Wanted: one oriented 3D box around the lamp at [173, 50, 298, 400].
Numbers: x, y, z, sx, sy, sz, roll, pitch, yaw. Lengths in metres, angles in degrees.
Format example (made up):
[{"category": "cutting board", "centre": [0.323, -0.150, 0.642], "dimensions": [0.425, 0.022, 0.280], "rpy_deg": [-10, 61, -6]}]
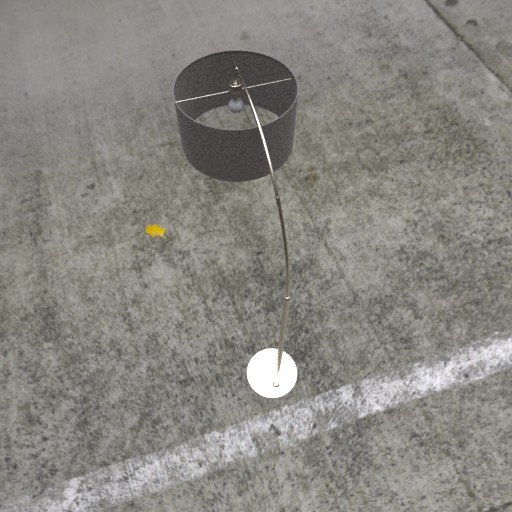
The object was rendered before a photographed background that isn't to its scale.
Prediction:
[{"category": "lamp", "centre": [0.000, 0.000, 2.127], "dimensions": [0.452, 1.735, 0.934], "rpy_deg": [-15, 59, -9]}]
